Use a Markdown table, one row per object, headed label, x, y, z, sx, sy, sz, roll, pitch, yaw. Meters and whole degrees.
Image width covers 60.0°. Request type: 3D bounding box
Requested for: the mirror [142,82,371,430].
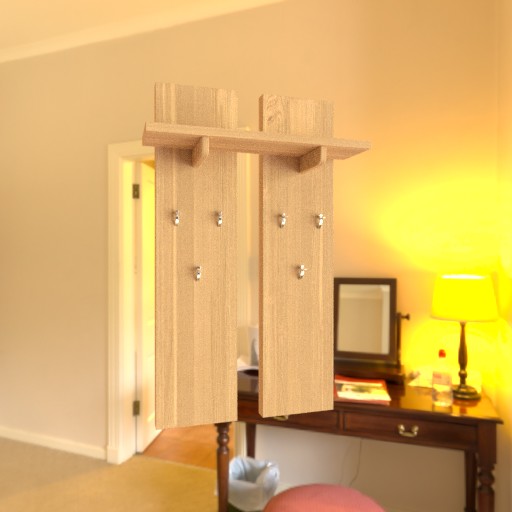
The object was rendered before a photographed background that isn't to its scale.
| label | x | y | z | sx | sy | sz | roll | pitch | yaw |
| --- | --- | --- | --- | --- | --- | --- | --- | --- | --- |
| mirror | 0.000 | 0.000 | 1.623 | 0.800 | 1.250 | 0.260 | 0 | 0 | -17 |
